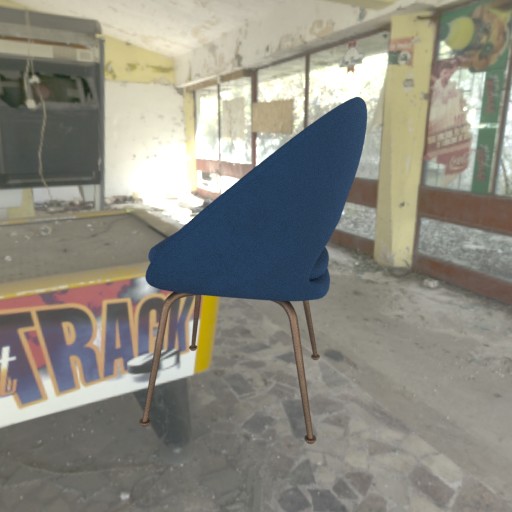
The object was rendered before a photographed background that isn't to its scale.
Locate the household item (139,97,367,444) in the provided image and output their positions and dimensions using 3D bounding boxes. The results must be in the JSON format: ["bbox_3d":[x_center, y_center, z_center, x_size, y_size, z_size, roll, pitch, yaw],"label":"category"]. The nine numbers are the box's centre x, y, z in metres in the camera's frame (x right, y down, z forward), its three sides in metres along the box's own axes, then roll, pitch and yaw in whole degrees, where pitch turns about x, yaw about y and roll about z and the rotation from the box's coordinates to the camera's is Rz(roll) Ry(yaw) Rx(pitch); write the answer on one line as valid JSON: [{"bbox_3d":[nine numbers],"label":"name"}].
[{"bbox_3d":[0.000,0.000,1.275,0.573,0.852,0.623,2,15,9],"label":"household item"}]
